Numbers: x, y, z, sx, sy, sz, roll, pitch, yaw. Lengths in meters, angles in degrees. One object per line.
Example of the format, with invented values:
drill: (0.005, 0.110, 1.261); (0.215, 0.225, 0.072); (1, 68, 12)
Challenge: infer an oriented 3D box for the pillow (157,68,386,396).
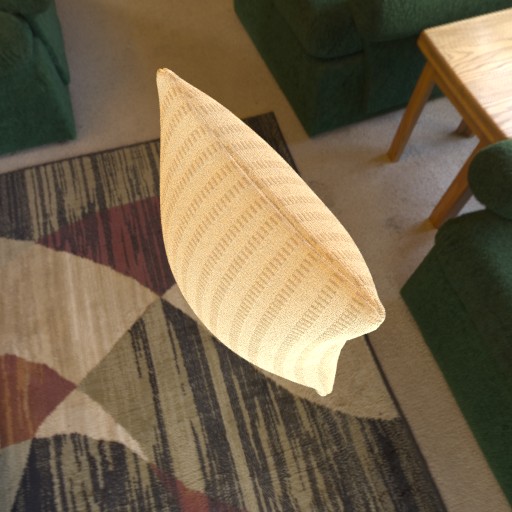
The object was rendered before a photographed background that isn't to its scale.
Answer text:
pillow: (0.000, 0.000, 0.693); (0.247, 0.419, 0.438); (-33, 68, -15)
